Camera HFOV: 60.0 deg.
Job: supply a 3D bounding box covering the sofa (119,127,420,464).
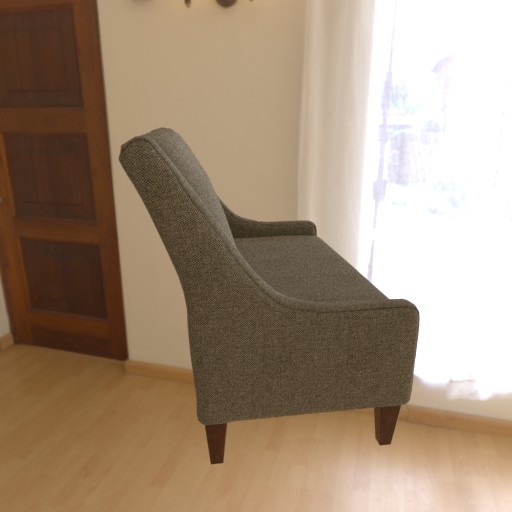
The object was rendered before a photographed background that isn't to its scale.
[{"bbox_3d":[0.000,0.000,1.854,0.870,1.021,1.242,-3,17,-8],"label":"sofa"}]
